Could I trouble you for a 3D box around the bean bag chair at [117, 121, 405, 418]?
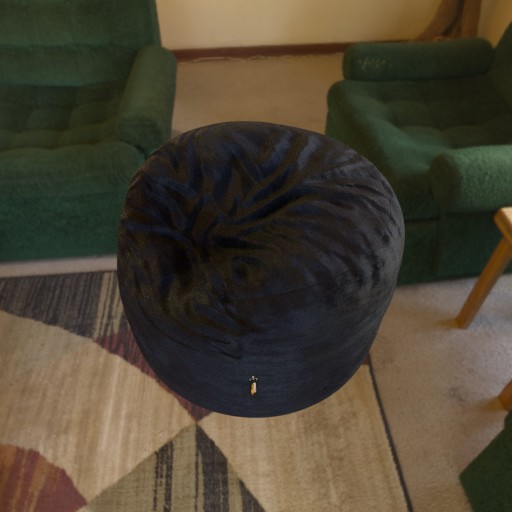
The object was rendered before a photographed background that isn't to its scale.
[{"bbox_3d":[0.000,0.000,1.493,0.918,0.616,0.918,0,46,0],"label":"bean bag chair"}]
